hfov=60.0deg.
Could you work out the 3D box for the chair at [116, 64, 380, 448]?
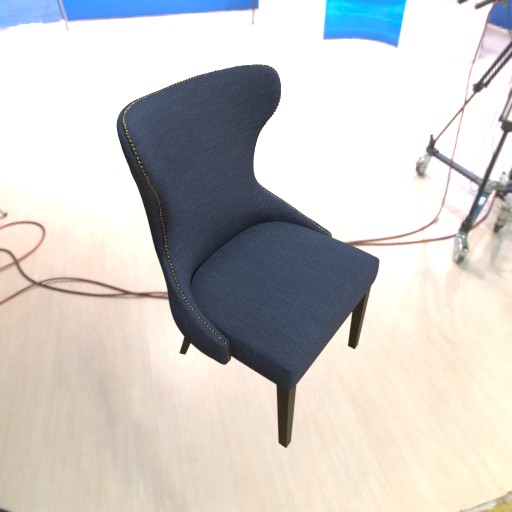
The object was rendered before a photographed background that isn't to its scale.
[{"bbox_3d":[0.000,0.000,1.396,0.635,0.967,0.628,26,47,26],"label":"chair"}]
